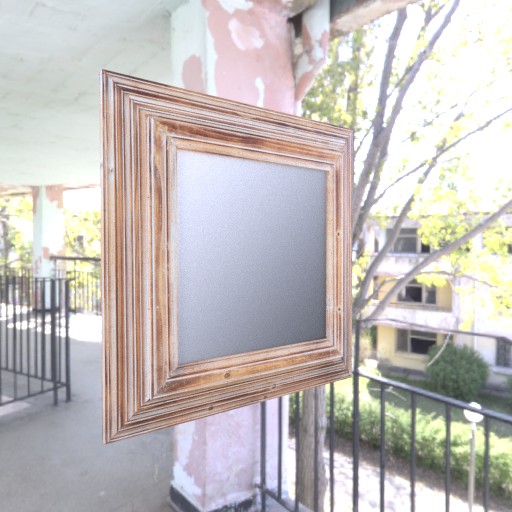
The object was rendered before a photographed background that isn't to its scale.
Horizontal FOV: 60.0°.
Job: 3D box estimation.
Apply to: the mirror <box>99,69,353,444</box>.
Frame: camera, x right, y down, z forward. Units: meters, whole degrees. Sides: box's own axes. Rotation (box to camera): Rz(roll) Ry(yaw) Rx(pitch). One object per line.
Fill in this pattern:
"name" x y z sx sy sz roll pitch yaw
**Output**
"mirror" 0.000 0.000 1.185 0.804 0.804 0.061 -1 2 -37
